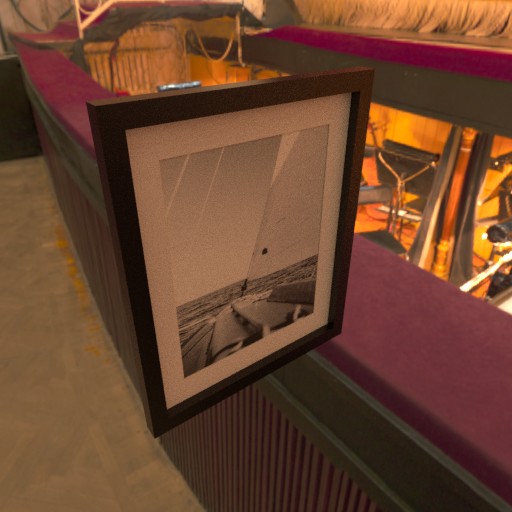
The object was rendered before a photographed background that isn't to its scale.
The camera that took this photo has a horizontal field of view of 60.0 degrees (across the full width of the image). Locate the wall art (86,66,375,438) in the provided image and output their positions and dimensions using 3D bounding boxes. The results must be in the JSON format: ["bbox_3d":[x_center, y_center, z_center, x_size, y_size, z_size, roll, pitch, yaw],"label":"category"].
[{"bbox_3d":[0.000,0.000,0.755,0.461,0.558,0.031,-21,37,-31],"label":"wall art"}]
